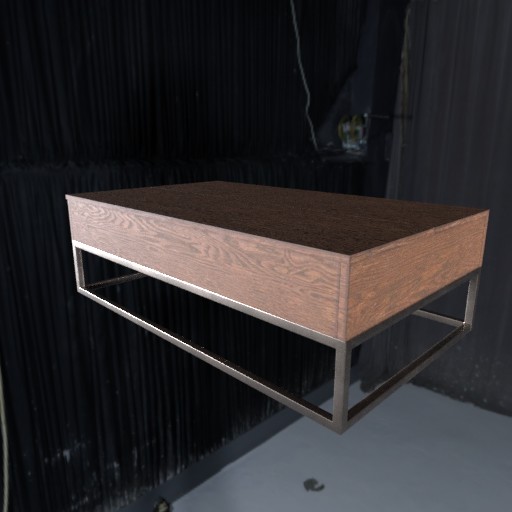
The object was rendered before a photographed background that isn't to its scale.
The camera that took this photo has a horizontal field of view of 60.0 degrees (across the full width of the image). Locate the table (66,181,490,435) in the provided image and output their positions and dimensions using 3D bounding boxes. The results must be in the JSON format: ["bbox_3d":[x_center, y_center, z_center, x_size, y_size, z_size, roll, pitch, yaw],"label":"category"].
[{"bbox_3d":[0.000,0.000,1.449,1.167,0.361,0.719,15,21,43],"label":"table"}]
